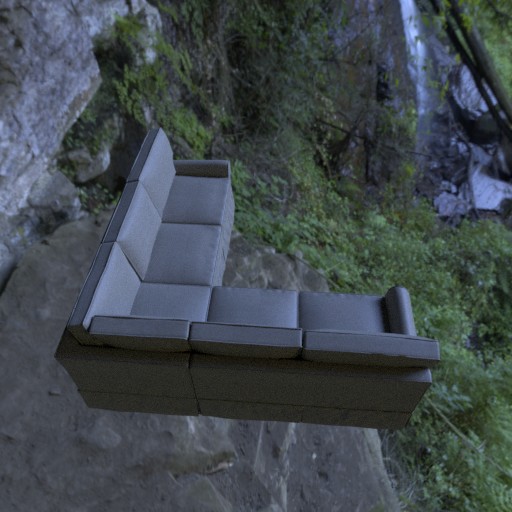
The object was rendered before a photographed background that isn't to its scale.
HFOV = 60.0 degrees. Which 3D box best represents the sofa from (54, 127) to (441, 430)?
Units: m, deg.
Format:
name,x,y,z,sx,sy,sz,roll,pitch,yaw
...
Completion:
name,x,y,z,sx,sy,sz,roll,pitch,yaw
sofa,0.000,0.000,4.060,2.618,1.081,2.623,3,48,3
